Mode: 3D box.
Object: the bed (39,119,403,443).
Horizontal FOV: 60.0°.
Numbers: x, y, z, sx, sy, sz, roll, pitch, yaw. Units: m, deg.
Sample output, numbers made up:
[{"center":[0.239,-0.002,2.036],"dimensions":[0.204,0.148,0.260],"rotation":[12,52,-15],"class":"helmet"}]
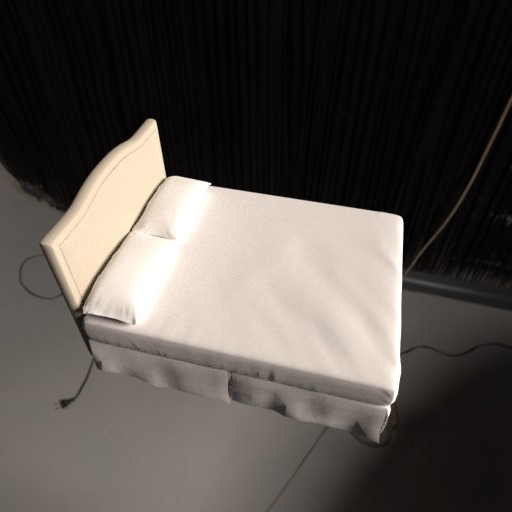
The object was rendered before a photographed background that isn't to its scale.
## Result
[{"center":[0.000,0.000,3.656],"dimensions":[2.477,1.437,1.977],"rotation":[10,46,10],"class":"bed"}]
